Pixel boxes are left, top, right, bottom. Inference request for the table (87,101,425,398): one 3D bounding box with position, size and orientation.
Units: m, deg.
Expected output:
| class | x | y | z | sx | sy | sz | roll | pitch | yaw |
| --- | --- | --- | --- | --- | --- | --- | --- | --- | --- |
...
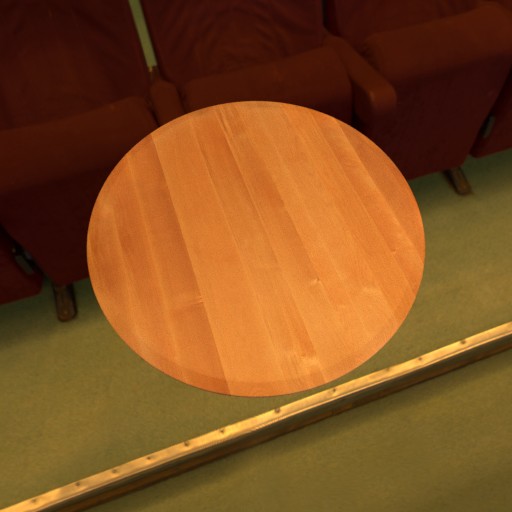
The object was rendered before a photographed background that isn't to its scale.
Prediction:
| class | x | y | z | sx | sy | sz | roll | pitch | yaw |
| --- | --- | --- | --- | --- | --- | --- | --- | --- | --- |
| table | 0.000 | 0.000 | 1.368 | 0.900 | 0.400 | 0.900 | 0 | 63 | 0 |
